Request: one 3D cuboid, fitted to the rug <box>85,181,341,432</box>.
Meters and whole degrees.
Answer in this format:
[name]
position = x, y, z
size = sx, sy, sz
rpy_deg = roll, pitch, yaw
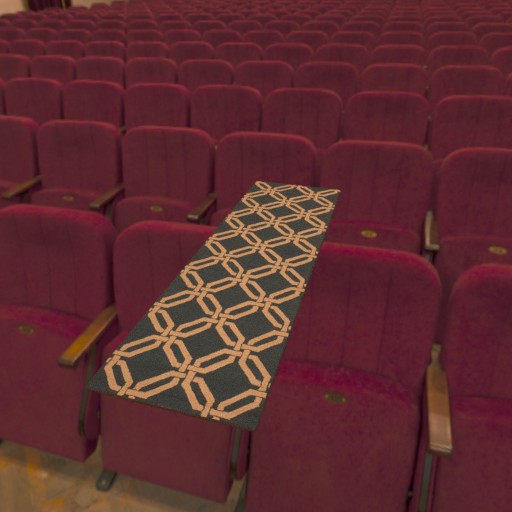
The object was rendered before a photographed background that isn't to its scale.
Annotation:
[rug]
position = 0.000, 0.000, 2.533
size = 0.678, 0.014, 2.276
rpy_deg = 9, 31, 14
